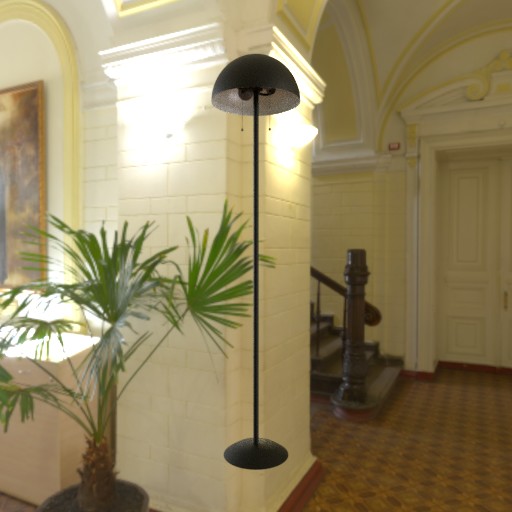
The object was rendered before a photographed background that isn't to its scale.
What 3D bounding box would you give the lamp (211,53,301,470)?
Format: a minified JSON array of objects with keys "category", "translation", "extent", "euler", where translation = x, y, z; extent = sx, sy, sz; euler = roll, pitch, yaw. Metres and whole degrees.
[{"category":"lamp","translation":[0.000,0.000,1.646],"extent":[0.328,1.480,0.328],"euler":[0,1,-19]}]
